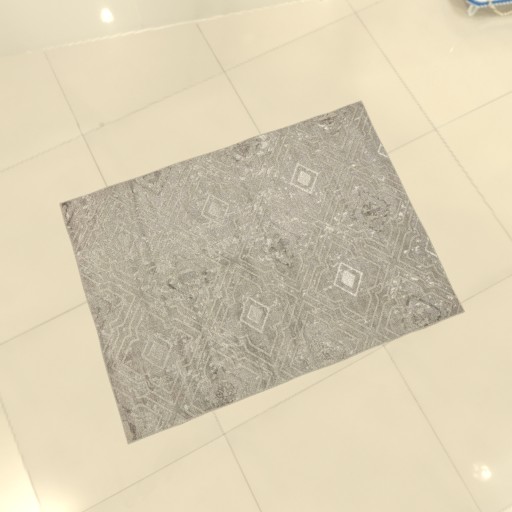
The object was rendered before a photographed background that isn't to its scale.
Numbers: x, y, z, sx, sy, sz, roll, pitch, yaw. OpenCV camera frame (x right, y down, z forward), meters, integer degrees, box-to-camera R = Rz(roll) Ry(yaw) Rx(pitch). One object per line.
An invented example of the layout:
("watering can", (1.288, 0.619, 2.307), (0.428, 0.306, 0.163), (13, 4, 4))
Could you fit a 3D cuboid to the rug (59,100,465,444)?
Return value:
("rug", (0.000, 0.000, 4.362), (3.359, 0.020, 2.448), (-20, 77, -5))
